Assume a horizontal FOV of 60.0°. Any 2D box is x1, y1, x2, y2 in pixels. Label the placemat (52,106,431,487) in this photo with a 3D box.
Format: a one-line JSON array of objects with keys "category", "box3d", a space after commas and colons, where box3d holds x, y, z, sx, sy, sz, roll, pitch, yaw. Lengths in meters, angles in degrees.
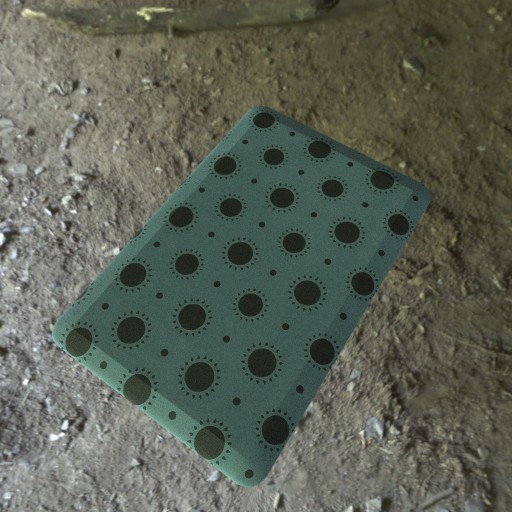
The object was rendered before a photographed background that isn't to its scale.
[{"category": "placemat", "box3d": [0.000, 0.000, 0.957, 0.508, 0.021, 0.762, 31, 67, 15]}]
